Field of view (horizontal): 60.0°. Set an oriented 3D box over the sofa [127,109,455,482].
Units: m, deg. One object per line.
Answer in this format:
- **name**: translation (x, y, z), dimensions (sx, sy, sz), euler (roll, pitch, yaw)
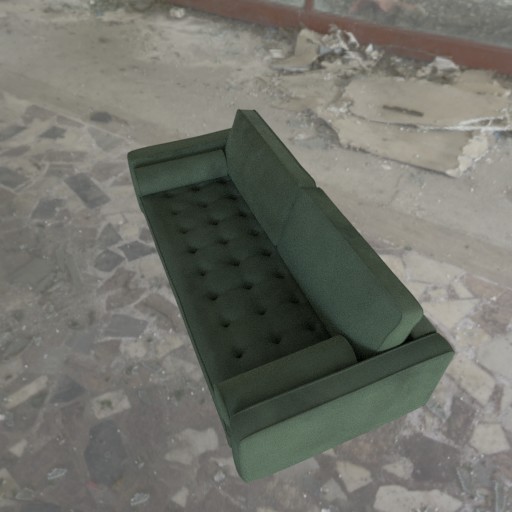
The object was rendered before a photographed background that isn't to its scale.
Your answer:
- **sofa**: translation (0.000, 0.000, 2.291), dimensions (0.916, 0.772, 1.880), euler (-17, 48, -16)
